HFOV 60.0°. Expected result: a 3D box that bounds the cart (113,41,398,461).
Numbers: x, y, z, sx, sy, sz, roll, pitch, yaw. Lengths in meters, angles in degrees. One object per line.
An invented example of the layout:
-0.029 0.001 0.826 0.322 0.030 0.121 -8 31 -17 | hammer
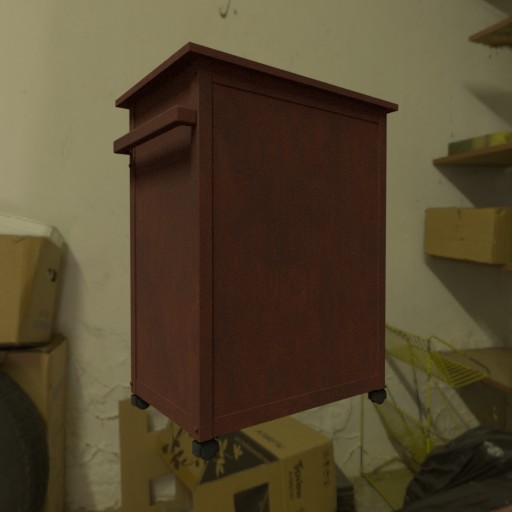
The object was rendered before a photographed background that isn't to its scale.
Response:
0.000 0.000 1.252 0.683 0.864 0.442 -1 2 -36 | cart
